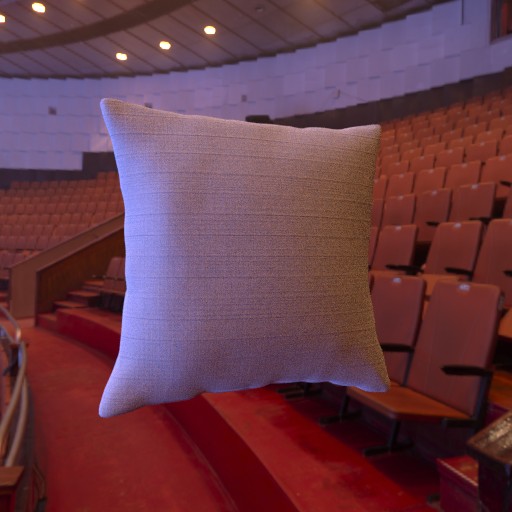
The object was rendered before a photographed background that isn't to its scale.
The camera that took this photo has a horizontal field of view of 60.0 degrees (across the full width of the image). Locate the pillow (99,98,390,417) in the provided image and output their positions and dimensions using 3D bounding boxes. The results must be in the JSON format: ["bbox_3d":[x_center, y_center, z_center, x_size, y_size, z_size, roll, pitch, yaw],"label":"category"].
[{"bbox_3d":[0.000,0.000,0.705,0.470,0.464,0.175,0,0,-17],"label":"pillow"}]
